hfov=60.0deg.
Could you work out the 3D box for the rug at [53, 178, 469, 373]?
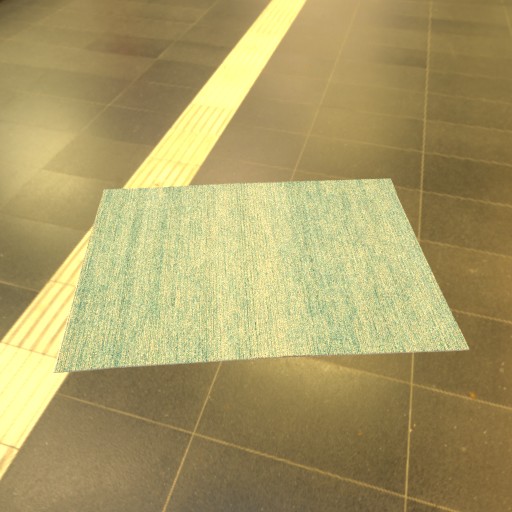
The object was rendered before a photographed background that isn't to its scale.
[{"bbox_3d":[0.000,0.000,2.980,2.305,0.029,1.593,-3,47,-2],"label":"rug"}]
